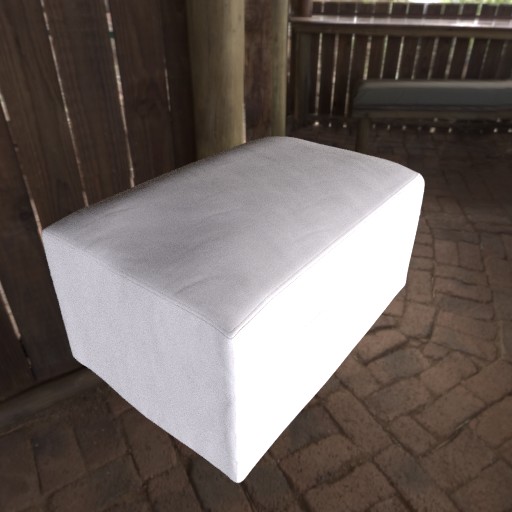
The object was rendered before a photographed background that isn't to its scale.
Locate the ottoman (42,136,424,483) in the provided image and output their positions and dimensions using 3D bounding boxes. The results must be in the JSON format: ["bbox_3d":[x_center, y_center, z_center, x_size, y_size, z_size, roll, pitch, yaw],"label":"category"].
[{"bbox_3d":[0.000,0.000,1.188,0.590,0.444,0.872,22,38,31],"label":"ottoman"}]
